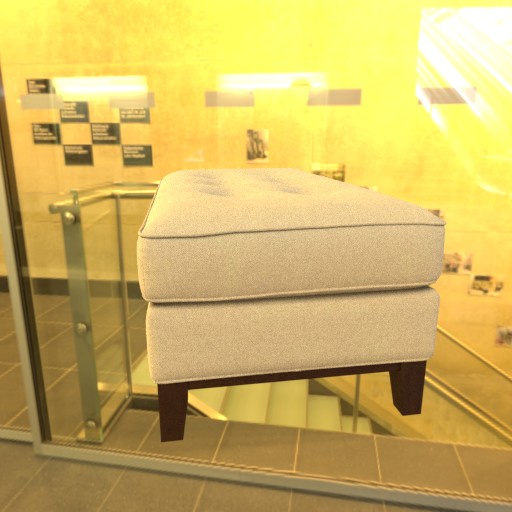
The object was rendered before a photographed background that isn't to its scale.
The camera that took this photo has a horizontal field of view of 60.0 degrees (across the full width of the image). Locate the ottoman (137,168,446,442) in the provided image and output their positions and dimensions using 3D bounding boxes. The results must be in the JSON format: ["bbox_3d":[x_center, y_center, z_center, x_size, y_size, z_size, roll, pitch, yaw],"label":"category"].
[{"bbox_3d":[0.000,0.000,1.448,0.648,0.508,1.143,-3,15,-9],"label":"ottoman"}]
